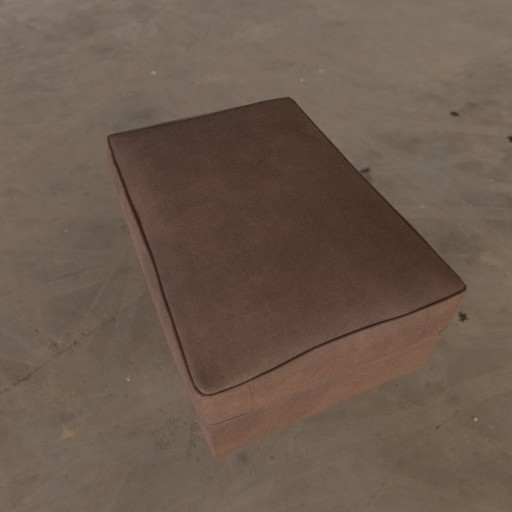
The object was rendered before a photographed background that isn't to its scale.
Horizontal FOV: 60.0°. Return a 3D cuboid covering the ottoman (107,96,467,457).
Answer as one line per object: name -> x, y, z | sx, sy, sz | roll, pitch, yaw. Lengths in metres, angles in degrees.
ottoman -> 0.000, 0.000, 1.203 | 0.596, 0.481, 0.860 | -18, 51, -15
